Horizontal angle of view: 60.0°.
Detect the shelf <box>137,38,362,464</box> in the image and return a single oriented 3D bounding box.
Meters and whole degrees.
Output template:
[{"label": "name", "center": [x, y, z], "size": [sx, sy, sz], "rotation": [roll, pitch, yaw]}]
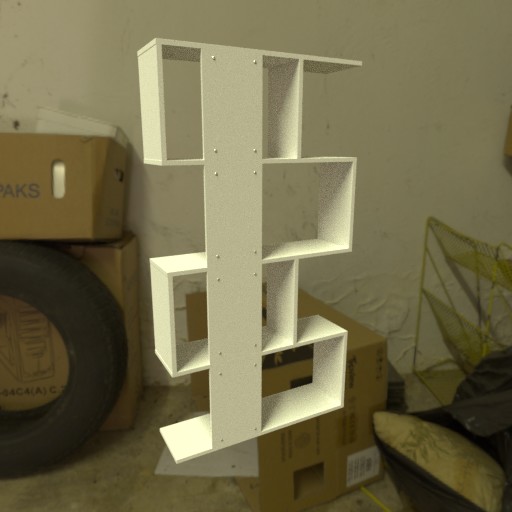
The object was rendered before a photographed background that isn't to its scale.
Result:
[{"label": "shelf", "center": [0.000, 0.000, 1.980], "size": [0.890, 1.650, 0.250], "rotation": [-7, 16, -27]}]
